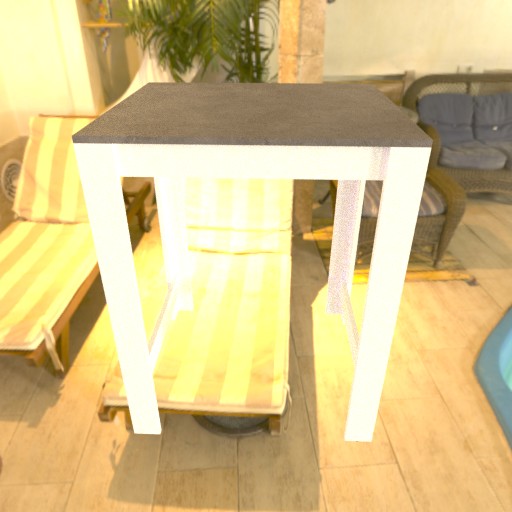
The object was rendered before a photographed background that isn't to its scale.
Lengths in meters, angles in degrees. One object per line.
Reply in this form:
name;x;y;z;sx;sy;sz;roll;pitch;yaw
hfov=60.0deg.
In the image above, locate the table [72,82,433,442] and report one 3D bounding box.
table;0.000;0.000;1.539;0.800;1.020;0.700;1;31;2
